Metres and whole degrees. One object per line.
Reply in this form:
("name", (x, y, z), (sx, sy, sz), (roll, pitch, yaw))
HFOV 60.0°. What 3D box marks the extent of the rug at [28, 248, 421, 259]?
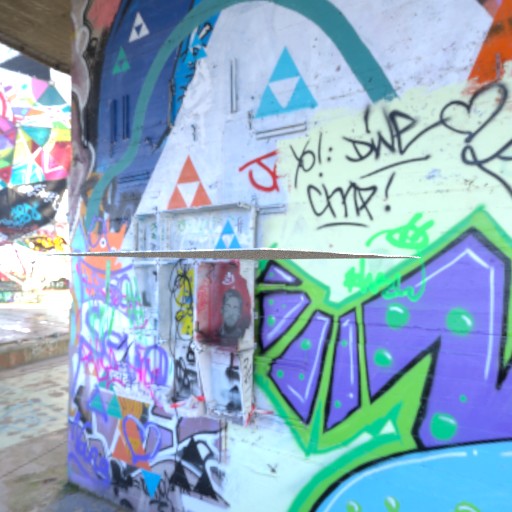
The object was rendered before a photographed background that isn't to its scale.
("rug", (0.000, 0.000, 2.825), (1.522, 0.013, 2.133), (-1, -1, 34))
